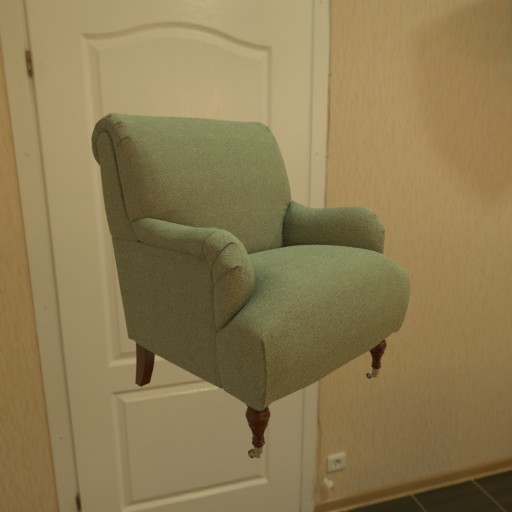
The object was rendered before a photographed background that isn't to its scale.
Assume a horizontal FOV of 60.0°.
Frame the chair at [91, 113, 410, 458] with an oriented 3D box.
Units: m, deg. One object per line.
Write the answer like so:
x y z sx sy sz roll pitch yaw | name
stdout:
0.000 0.000 1.911 1.060 1.178 0.964 13 19 43 | chair
